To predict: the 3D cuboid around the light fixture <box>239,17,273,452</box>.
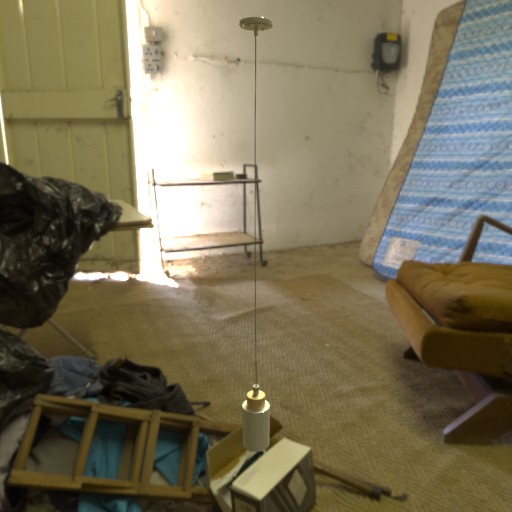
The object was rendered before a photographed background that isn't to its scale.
[{"bbox_3d":[0.000,0.000,1.863,0.125,1.798,0.125,13,19,43],"label":"light fixture"}]
